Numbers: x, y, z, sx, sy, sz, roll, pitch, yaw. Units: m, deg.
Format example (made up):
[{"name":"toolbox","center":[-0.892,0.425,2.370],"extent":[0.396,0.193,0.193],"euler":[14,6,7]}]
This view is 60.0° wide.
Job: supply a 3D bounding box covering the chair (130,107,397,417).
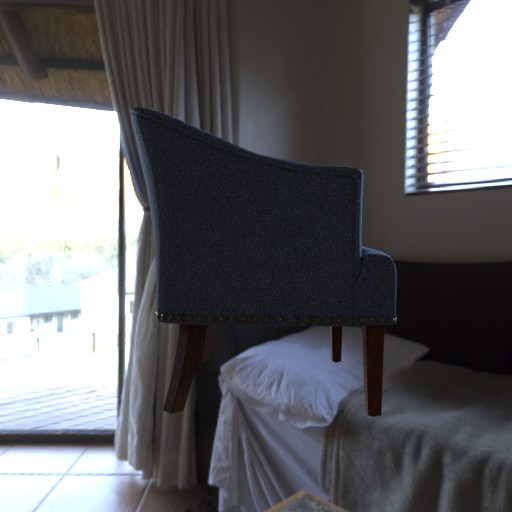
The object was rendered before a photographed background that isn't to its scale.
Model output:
[{"name":"chair","center":[0.000,0.000,1.428],"extent":[0.704,0.815,0.798],"euler":[0,0,1]}]
